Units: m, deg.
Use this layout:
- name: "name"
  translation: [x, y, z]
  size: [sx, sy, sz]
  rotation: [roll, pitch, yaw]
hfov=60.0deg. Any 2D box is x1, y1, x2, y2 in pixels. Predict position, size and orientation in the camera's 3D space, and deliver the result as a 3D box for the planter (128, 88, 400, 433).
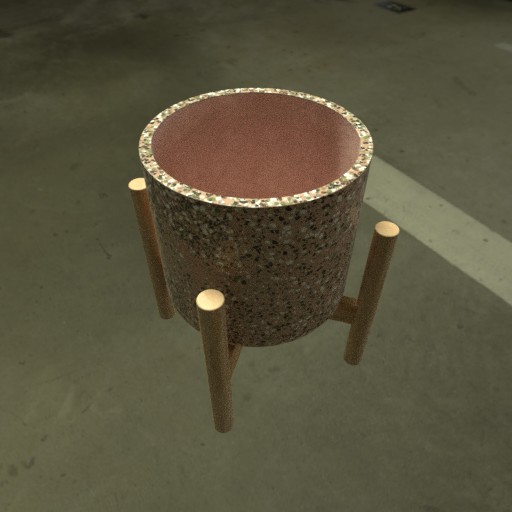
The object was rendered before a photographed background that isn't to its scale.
- name: "planter"
  translation: [0.000, 0.000, 0.538]
  size: [0.284, 0.320, 0.284]
  rotation: [29, 51, 27]
